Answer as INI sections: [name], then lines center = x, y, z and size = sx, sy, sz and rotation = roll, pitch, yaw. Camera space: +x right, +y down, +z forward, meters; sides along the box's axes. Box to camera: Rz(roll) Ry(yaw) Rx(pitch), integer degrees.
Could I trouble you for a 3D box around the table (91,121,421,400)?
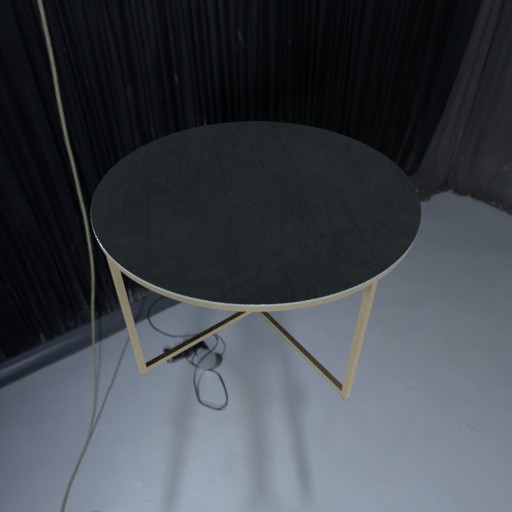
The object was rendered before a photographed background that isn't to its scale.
[table]
center = 0.000, 0.000, 1.261
size = 0.800, 0.450, 0.800
rotation = 0, 41, 0
